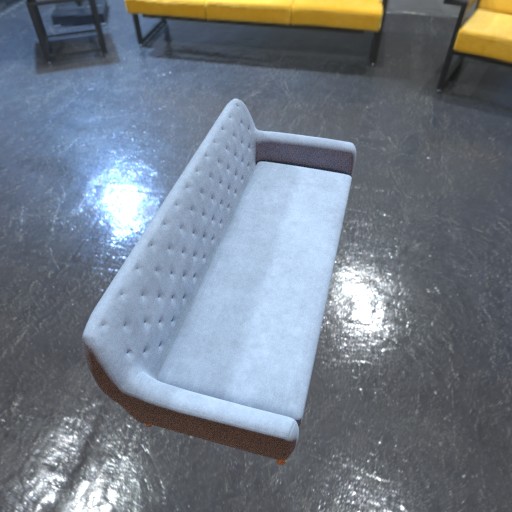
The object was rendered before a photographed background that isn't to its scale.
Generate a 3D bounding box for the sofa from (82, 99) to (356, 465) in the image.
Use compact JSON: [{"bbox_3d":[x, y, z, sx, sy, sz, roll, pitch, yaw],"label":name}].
[{"bbox_3d":[0.000,0.000,2.384,0.830,0.830,1.970,11,48,10],"label":"sofa"}]
